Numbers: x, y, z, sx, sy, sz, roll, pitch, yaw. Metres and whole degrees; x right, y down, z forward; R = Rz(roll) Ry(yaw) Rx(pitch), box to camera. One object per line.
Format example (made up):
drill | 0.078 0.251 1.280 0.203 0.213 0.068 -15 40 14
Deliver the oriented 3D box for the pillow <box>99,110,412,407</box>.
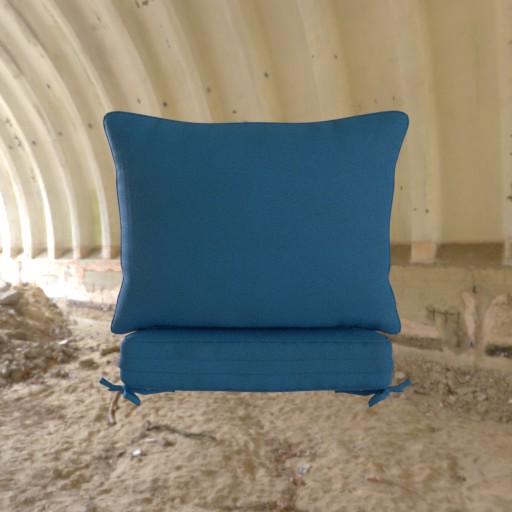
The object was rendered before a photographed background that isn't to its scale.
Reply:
pillow | 0.000 0.000 1.387 0.798 0.725 0.733 0 0 1
